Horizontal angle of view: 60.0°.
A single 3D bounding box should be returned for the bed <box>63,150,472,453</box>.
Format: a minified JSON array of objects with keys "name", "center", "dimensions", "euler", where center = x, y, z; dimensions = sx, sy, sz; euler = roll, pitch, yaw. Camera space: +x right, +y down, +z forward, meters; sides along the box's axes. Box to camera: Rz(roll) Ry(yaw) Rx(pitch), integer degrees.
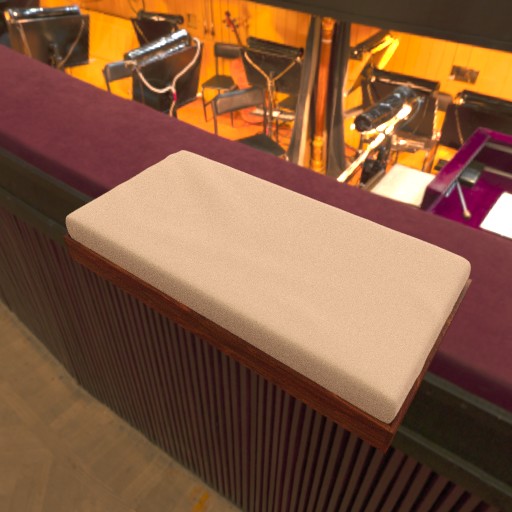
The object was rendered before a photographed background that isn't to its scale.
[{"name":"bed","center":[0.000,0.000,2.229],"dimensions":[1.860,0.312,0.940],"euler":[26,48,26]}]
